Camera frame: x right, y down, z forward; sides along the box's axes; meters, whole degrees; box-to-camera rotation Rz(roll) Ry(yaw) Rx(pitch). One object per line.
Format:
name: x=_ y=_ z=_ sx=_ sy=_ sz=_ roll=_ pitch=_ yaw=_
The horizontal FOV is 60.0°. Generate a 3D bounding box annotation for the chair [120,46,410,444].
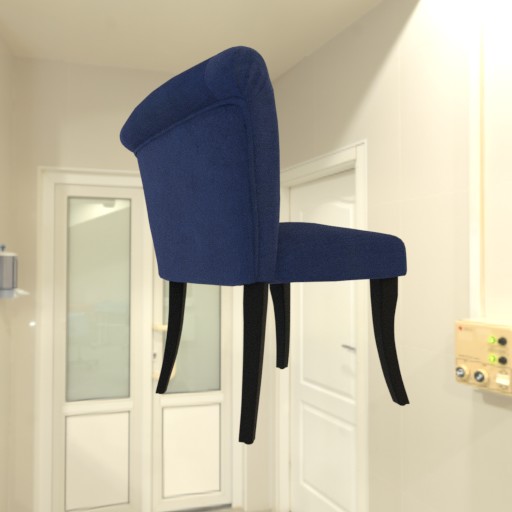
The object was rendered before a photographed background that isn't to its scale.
chair: x=0.000 y=0.000 z=1.152 sx=0.606 sy=0.753 sz=0.585 roll=1 pitch=-1 yaw=-36
